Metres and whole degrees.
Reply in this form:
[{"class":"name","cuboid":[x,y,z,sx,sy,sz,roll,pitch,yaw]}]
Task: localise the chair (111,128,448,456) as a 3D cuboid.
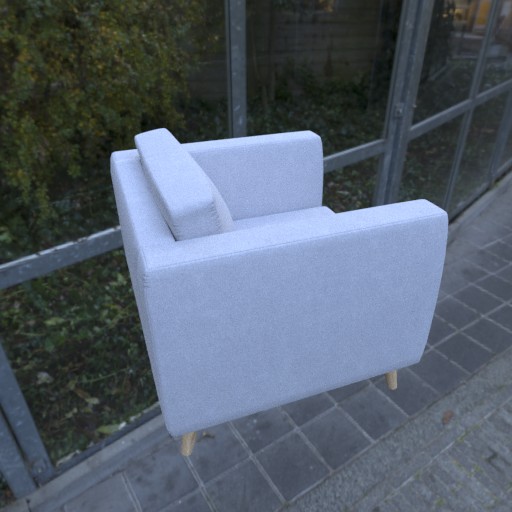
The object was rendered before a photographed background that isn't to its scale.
[{"class":"chair","cuboid":[0.000,0.000,1.709,0.930,0.860,1.000,-11,33,-17]}]
